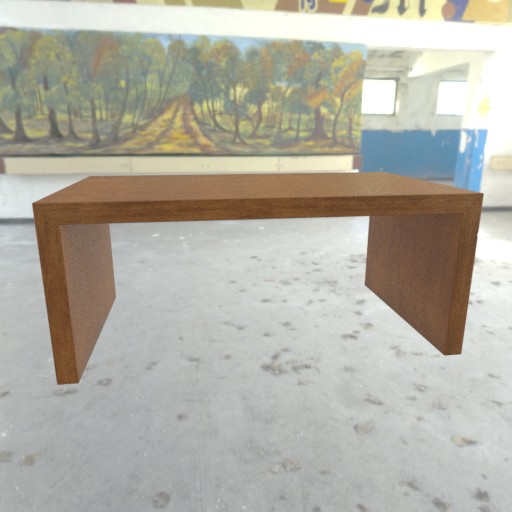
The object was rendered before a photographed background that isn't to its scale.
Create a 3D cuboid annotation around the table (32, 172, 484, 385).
[{"bbox_3d":[0.000,0.000,1.286,1.000,0.419,0.549,-2,16,-8],"label":"table"}]
